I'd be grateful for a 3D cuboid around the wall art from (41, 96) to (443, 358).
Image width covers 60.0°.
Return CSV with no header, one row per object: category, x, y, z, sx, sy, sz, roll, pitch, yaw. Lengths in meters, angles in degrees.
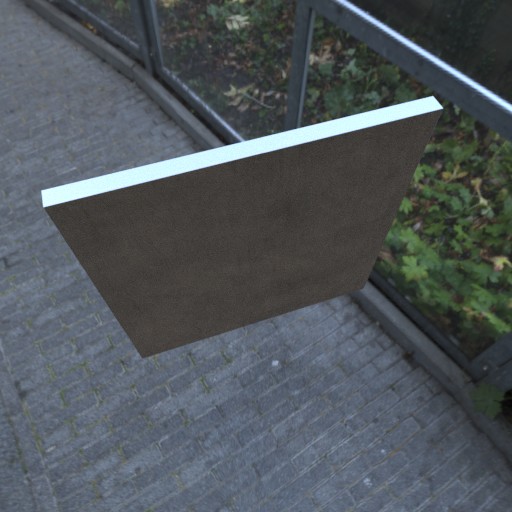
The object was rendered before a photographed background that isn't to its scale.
wall art,0.000,0.000,0.677,0.455,0.453,0.023,-16,59,-10
